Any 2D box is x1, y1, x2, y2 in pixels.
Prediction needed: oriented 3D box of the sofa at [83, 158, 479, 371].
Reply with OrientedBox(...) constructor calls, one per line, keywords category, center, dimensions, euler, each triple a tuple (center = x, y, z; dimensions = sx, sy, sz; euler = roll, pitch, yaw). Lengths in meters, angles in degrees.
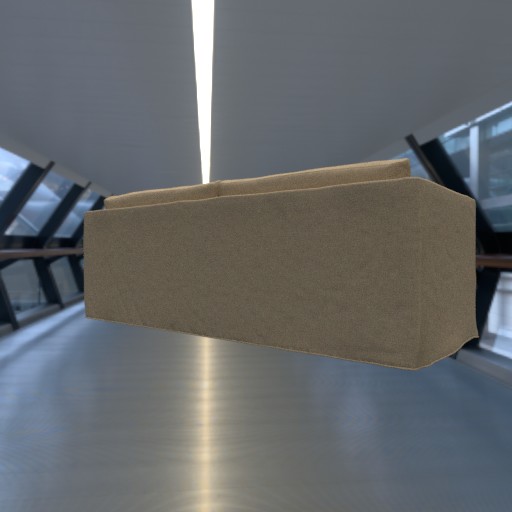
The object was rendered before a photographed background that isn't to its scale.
OrientedBox(category="sofa", center=(0.000, 0.000, 2.701), dimensions=(2.312, 0.853, 0.962), euler=(0, 0, 38))
